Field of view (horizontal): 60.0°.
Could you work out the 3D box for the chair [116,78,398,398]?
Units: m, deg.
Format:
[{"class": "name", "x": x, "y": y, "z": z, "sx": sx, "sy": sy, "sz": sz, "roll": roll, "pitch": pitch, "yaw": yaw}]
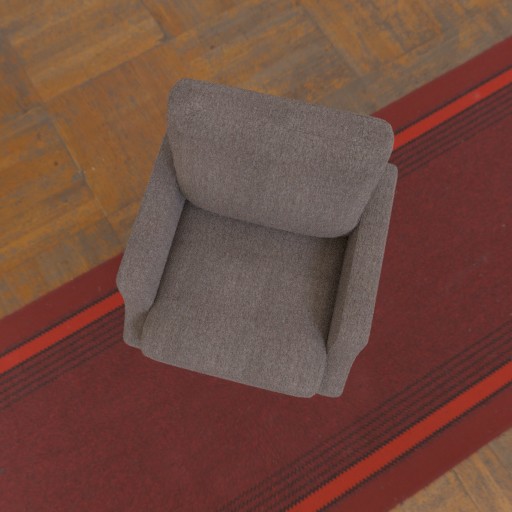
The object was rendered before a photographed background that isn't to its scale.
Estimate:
[{"class": "chair", "x": 0.000, "y": 0.000, "z": 1.624, "sx": 0.855, "sy": 0.993, "sz": 0.897, "roll": 13, "pitch": 75, "yaw": 4}]
